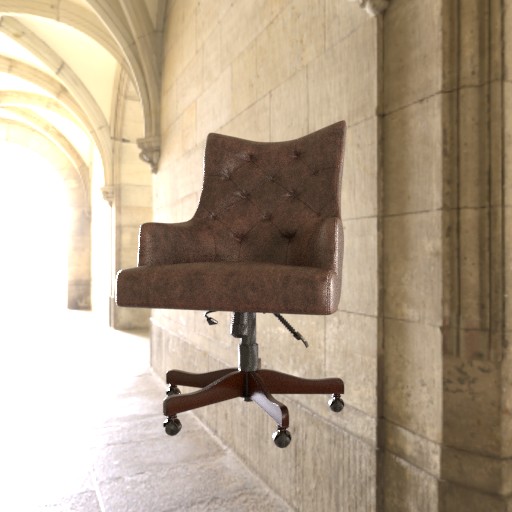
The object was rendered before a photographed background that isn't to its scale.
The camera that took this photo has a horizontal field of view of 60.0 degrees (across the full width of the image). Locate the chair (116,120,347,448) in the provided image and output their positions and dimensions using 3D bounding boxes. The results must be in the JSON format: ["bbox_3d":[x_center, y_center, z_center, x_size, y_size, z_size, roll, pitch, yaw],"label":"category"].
[{"bbox_3d":[0.000,0.000,1.541,0.641,1.035,0.762,0,0,18],"label":"chair"}]
